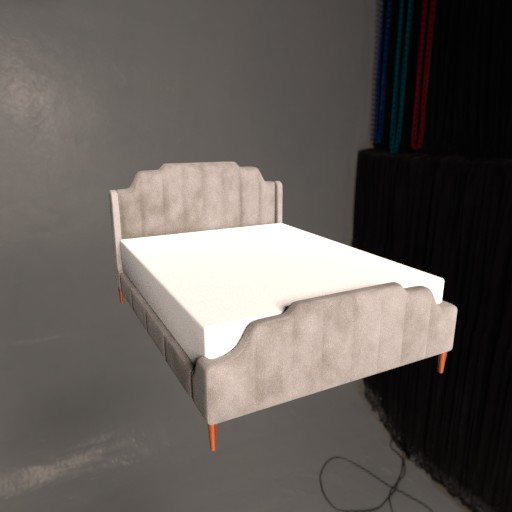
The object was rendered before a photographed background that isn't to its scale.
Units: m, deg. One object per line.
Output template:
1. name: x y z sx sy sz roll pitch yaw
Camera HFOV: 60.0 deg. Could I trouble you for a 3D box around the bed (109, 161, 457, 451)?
1. bed: 0.000 0.000 3.316 1.676 1.245 2.340 -8 17 -26
